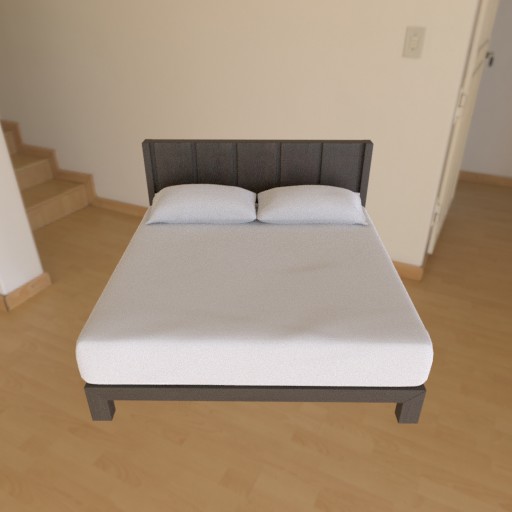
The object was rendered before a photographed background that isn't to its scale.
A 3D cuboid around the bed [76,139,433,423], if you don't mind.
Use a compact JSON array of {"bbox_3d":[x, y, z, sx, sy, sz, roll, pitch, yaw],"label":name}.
[{"bbox_3d":[0.000,0.000,3.538,2.143,1.261,2.238,0,30,1],"label":"bed"}]
